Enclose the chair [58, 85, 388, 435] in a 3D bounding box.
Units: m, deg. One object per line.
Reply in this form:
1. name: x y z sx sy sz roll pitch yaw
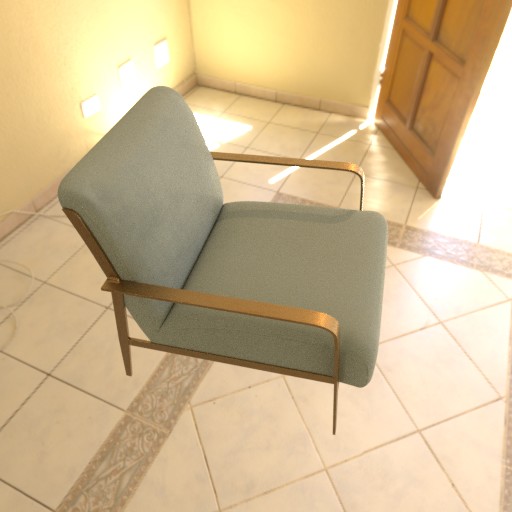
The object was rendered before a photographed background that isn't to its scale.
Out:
1. chair: 0.000 0.000 1.456 0.842 0.824 0.701 11 46 10
